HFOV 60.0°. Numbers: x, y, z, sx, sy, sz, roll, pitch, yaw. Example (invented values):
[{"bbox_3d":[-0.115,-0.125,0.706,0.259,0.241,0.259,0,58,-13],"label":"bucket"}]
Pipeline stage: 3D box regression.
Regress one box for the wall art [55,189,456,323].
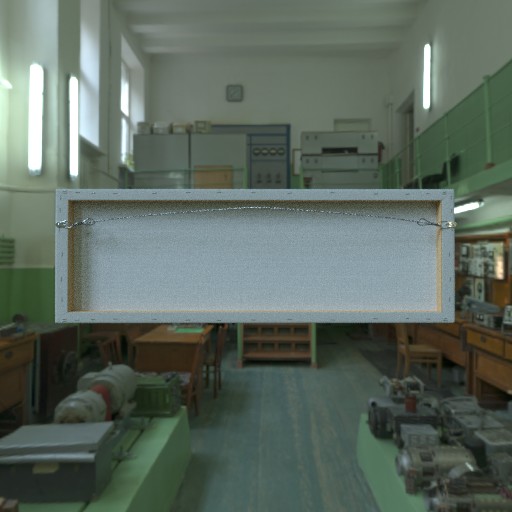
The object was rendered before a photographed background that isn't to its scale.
[{"bbox_3d":[0.000,0.000,0.841,0.759,0.254,0.044,0,-1,0],"label":"wall art"}]
